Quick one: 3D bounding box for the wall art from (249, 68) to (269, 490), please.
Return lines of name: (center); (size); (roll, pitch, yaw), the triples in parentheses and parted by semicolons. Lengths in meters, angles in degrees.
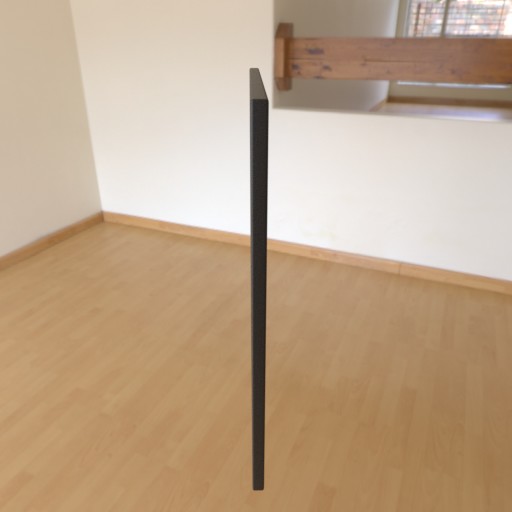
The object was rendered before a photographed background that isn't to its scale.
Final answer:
wall art: (0.000, 0.000, 0.780); (0.018, 0.582, 0.481); (0, 26, -1)
